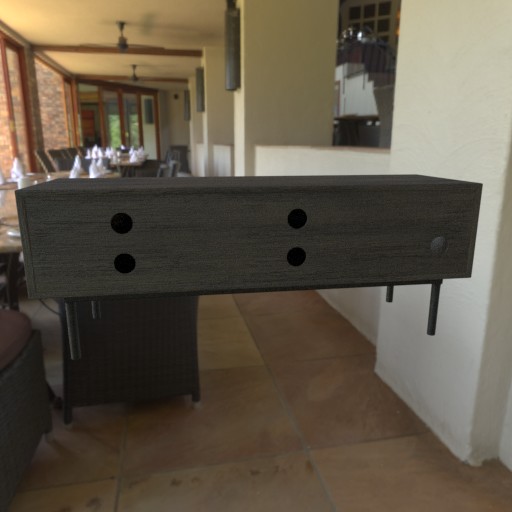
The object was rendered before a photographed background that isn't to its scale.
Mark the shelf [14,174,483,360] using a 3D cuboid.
[{"bbox_3d":[0.000,0.000,1.469,1.300,0.495,0.400,-2,14,-8],"label":"shelf"}]
